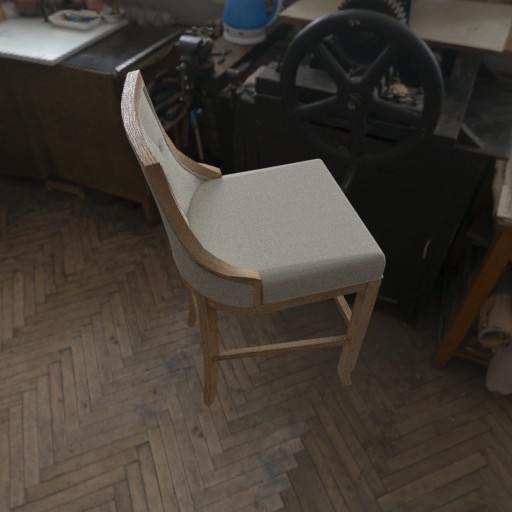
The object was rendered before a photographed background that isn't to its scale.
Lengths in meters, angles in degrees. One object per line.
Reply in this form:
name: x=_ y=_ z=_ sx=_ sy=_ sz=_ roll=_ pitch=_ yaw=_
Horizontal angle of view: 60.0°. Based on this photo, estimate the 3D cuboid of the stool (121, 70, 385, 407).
stool: x=0.000 y=0.000 z=1.447 sx=0.626 sy=1.101 sz=0.524 roll=-11 pitch=47 yaw=-11
